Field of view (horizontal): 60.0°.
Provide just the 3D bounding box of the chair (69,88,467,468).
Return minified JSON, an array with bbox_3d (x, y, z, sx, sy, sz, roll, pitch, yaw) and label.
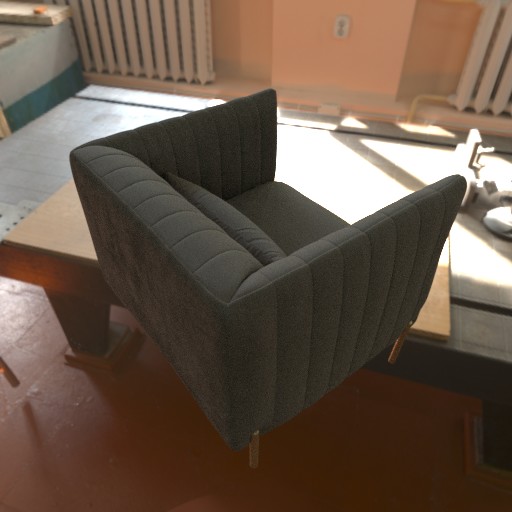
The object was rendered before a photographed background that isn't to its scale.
[{"bbox_3d":[0.000,0.000,1.588,0.873,0.779,0.981,-27,47,-28],"label":"chair"}]
